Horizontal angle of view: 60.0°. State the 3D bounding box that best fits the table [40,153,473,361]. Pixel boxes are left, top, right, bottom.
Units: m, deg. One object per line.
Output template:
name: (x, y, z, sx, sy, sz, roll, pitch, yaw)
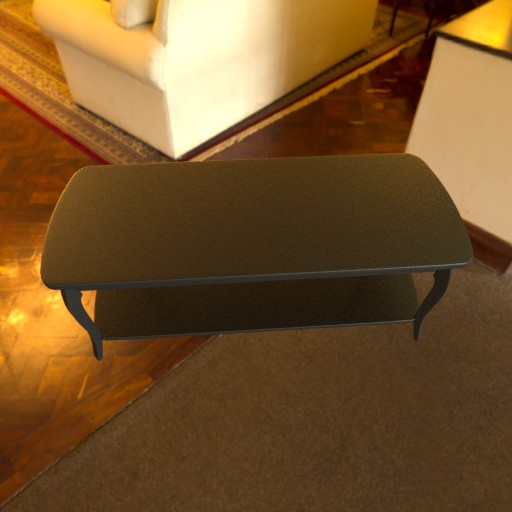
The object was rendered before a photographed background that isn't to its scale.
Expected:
table: (0.000, 0.000, 1.631, 1.333, 0.457, 0.571, -3, 47, -3)
